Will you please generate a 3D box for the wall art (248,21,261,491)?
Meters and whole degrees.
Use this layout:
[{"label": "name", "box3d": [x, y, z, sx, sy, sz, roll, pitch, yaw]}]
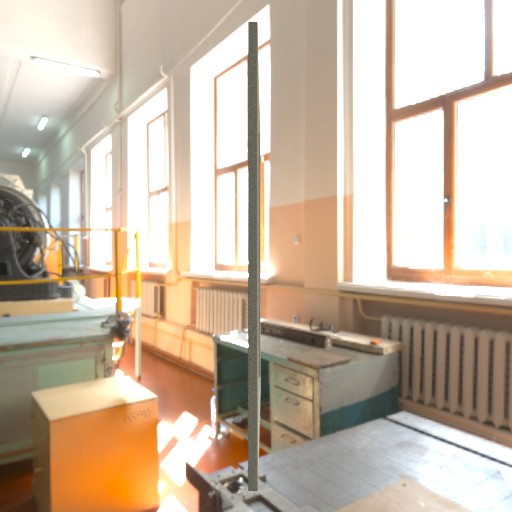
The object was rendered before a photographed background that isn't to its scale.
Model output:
[{"label": "wall art", "box3d": [0.000, 0.000, 0.685, 0.012, 0.529, 0.374, 0, 0, 1]}]
